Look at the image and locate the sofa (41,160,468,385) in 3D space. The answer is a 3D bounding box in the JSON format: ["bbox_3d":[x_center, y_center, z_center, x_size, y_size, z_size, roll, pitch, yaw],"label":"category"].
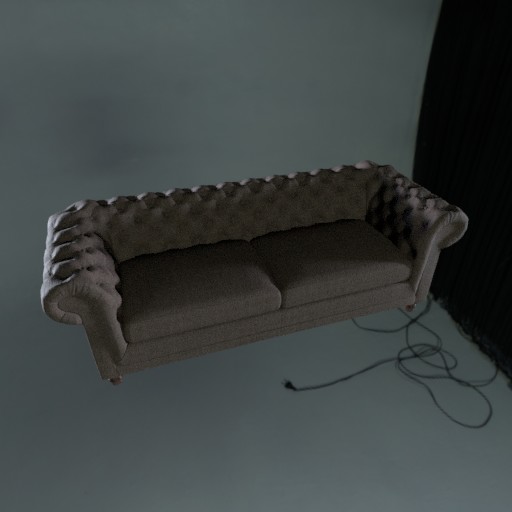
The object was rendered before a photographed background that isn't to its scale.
[{"bbox_3d":[0.000,0.000,2.830,2.385,0.787,0.944,-11,35,-16],"label":"sofa"}]
